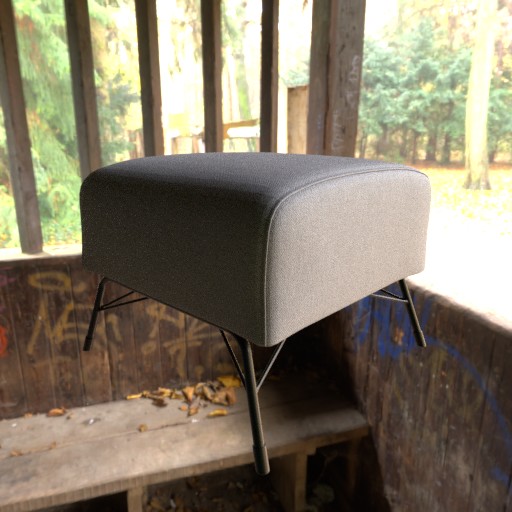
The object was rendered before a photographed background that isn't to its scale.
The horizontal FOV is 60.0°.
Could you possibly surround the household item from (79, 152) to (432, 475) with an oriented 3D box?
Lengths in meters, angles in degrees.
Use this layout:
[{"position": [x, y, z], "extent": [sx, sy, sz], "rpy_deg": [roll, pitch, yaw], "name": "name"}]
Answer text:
[{"position": [0.000, 0.000, 0.904], "extent": [0.530, 0.410, 0.530], "rpy_deg": [14, 21, 42], "name": "household item"}]
